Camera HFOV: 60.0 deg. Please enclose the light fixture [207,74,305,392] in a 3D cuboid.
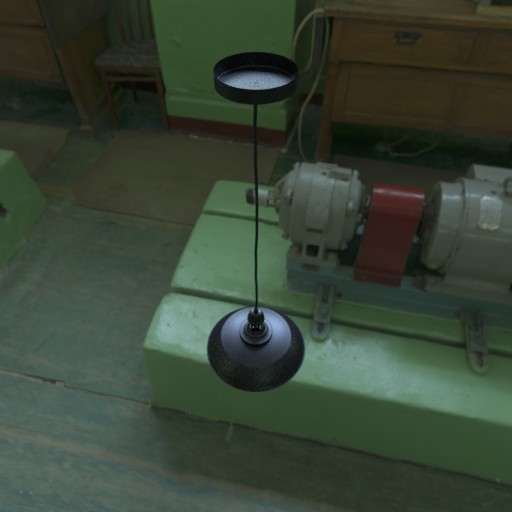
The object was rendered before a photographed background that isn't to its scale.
[{"bbox_3d":[0.000,0.000,1.171,0.331,0.993,0.331,8,47,8],"label":"light fixture"}]
